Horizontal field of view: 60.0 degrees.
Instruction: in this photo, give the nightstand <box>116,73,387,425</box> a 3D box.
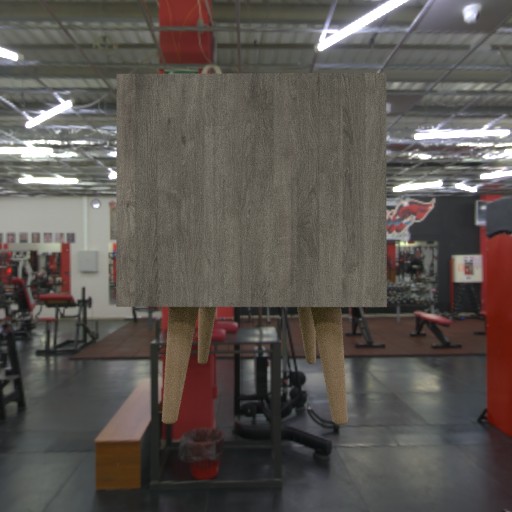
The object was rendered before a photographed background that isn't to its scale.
[{"bbox_3d":[0.000,0.000,0.849,0.380,0.500,0.480,0,0,1],"label":"nightstand"}]
